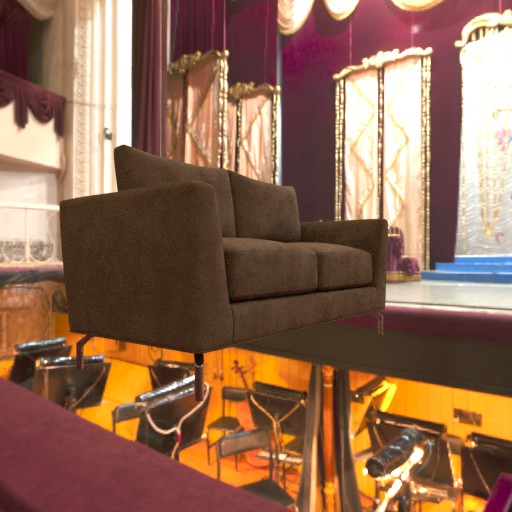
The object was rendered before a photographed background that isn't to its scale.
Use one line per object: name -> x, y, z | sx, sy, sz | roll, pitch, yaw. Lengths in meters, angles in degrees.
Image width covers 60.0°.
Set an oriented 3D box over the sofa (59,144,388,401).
sofa -> 0.000, 0.000, 2.444 | 0.855, 1.013, 1.832 | 0, -1, 37
